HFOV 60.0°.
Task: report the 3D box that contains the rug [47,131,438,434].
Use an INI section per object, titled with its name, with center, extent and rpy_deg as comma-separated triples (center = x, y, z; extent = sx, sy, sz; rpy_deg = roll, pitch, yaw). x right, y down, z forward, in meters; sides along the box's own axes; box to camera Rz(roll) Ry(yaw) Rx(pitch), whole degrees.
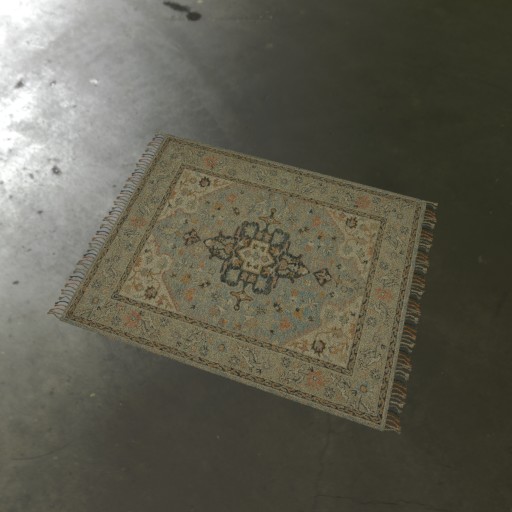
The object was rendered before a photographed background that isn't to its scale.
[rug]
center = 0.000, 0.000, 4.309
extent = 3.221, 0.011, 2.379
rpy_deg = 16, 63, 9
